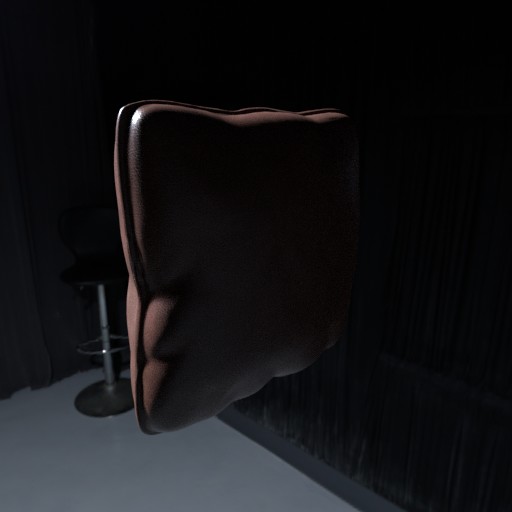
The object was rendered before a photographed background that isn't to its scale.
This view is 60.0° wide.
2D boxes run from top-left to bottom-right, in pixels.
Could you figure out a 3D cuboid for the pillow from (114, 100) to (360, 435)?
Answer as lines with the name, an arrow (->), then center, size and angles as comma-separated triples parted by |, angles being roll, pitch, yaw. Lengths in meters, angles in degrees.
pillow -> 0.000, 0.000, 0.812 | 0.532, 0.523, 0.236 | -15, 22, -42
